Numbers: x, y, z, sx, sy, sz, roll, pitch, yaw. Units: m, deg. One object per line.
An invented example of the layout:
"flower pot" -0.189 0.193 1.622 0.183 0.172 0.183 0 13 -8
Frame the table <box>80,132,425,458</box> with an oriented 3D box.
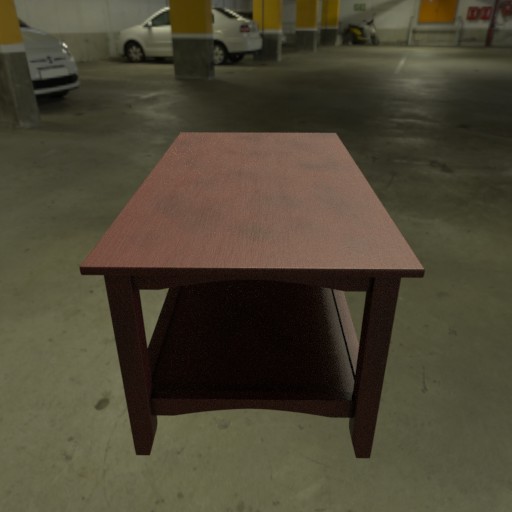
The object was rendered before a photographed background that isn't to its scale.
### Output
"table" 0.000 0.000 1.202 0.533 0.456 0.943 0 28 1
